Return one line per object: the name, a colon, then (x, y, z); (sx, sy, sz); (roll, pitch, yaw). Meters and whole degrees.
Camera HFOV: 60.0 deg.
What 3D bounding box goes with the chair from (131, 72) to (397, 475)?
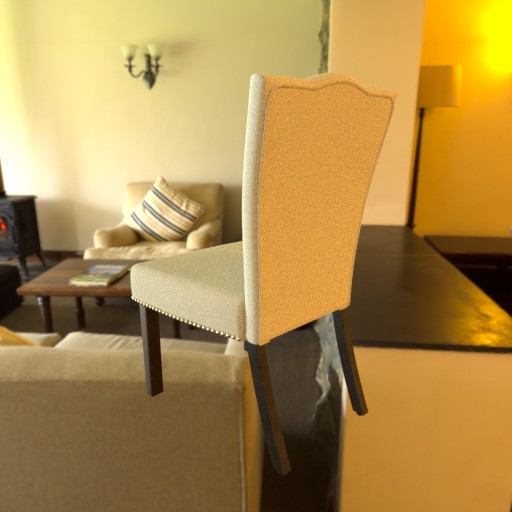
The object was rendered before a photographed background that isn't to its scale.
chair: (0.000, 0.000, 1.288); (0.518, 0.946, 0.589); (-14, 21, -42)
